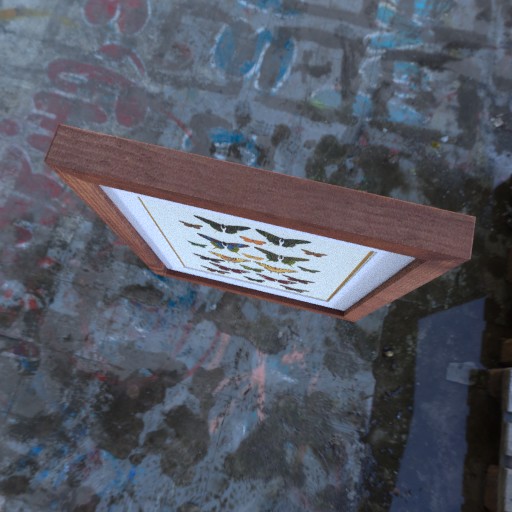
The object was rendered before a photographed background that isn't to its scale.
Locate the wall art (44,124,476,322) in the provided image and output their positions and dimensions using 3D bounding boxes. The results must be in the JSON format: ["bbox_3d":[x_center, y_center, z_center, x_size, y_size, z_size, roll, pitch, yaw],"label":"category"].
[{"bbox_3d":[0.000,0.000,0.603,0.377,0.449,0.039,13,75,4],"label":"wall art"}]
